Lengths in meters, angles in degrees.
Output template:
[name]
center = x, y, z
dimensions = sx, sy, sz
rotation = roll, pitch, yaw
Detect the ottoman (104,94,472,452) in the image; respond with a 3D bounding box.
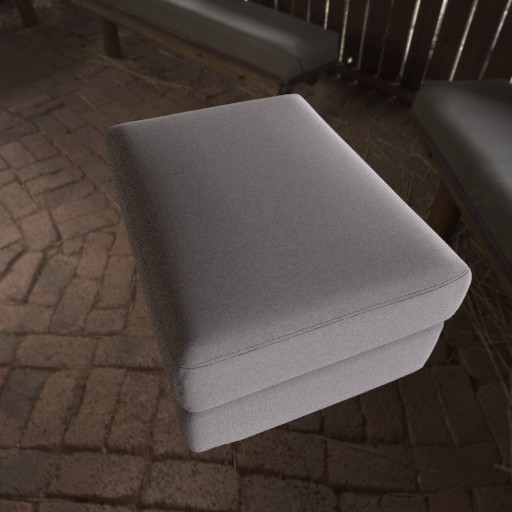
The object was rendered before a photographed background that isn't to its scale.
[ottoman]
center = 0.000, 0.000, 1.096
dimensions = 0.574, 0.497, 0.773
rotation = -16, 48, -15
